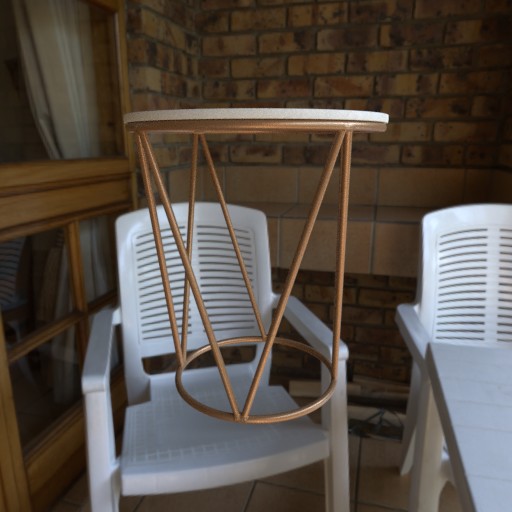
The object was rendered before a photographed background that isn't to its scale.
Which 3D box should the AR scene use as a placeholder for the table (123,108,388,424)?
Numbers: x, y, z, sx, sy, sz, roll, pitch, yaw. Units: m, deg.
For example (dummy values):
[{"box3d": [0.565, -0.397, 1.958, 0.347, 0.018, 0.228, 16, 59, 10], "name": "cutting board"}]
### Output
[{"box3d": [0.000, 0.000, 0.941, 0.500, 0.564, 0.500, 0, 15, 0], "name": "table"}]
